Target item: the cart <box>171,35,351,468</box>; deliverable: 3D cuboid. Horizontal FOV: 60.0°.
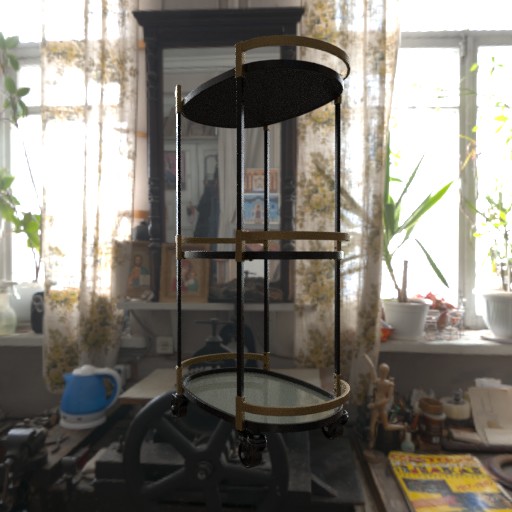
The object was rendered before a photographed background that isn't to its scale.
[{"bbox_3d":[0.000,0.000,1.124,0.311,0.885,0.515,0,1,-35],"label":"cart"}]
